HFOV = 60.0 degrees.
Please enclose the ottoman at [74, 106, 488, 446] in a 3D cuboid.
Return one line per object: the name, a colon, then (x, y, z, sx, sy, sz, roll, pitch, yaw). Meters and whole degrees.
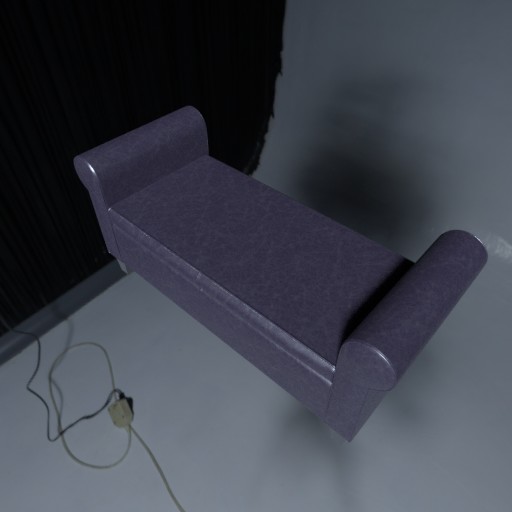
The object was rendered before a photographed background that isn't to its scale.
ottoman: (0.000, 0.000, 1.527, 1.256, 0.547, 0.521, 32, 53, 28)
